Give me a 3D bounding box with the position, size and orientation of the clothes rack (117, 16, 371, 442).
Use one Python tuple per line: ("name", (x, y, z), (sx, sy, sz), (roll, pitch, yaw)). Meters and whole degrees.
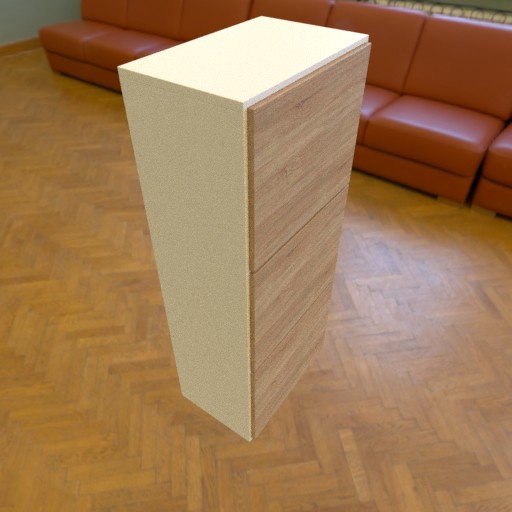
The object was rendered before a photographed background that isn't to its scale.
("clothes rack", (0.000, 0.000, 1.352), (0.331, 1.187, 0.500), (25, 47, 26))
